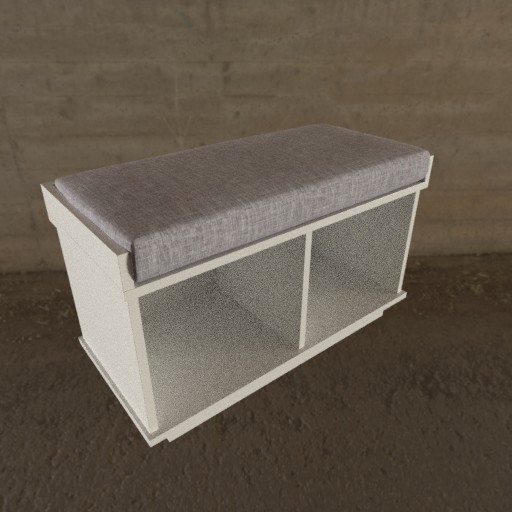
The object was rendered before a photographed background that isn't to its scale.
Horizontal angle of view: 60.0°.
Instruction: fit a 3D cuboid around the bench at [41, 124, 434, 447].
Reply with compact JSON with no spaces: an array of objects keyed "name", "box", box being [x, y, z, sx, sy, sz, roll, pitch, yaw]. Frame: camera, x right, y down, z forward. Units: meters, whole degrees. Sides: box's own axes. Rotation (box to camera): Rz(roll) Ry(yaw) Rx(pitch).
[{"name":"bench","box":[0.000,0.000,0.995,0.734,0.461,0.362,-21,35,-33]}]
